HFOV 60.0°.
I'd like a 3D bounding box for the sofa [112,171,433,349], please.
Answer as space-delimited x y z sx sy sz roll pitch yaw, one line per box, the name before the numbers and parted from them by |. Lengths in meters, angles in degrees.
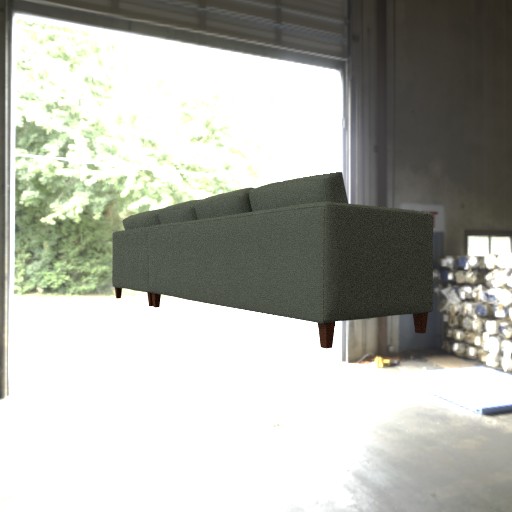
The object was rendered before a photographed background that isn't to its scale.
sofa | 0.000 0.000 4.047 1.604 0.950 3.471 0 0 -35
